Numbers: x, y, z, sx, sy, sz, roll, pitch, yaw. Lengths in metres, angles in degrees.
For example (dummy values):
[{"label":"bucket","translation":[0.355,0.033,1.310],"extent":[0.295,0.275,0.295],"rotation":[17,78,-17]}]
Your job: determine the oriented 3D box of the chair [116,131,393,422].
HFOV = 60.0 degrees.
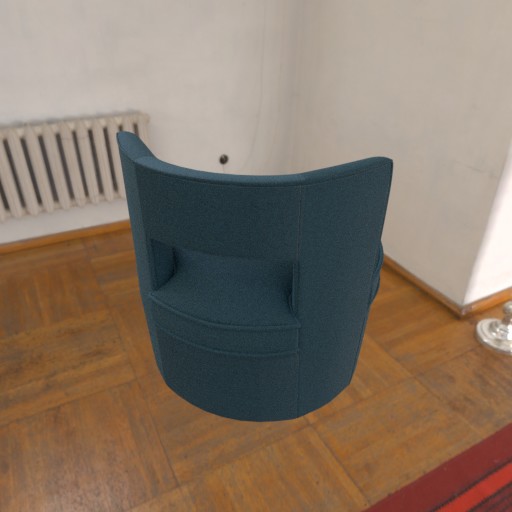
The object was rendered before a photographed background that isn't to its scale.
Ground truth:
[{"label":"chair","translation":[0.000,0.000,1.242],"extent":[0.684,0.711,0.660],"rotation":[9,33,14]}]
